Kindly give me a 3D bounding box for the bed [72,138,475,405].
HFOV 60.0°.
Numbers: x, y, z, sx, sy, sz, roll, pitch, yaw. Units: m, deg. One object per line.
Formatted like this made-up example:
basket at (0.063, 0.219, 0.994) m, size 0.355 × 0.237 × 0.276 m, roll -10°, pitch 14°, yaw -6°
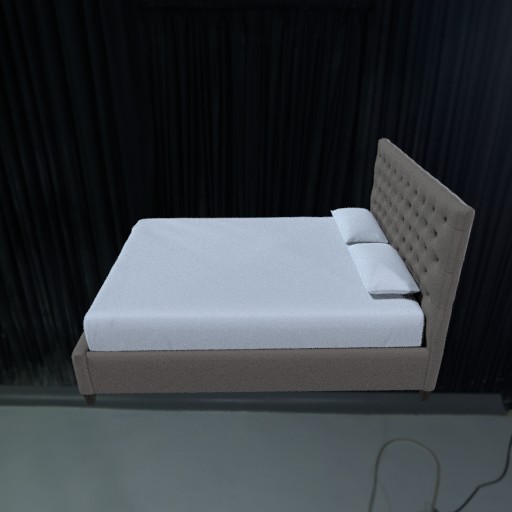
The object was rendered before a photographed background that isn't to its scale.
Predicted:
bed at (0.000, 0.000, 3.429) m, size 2.387 × 1.427 × 1.698 m, roll 0°, pitch 28°, yaw -1°
